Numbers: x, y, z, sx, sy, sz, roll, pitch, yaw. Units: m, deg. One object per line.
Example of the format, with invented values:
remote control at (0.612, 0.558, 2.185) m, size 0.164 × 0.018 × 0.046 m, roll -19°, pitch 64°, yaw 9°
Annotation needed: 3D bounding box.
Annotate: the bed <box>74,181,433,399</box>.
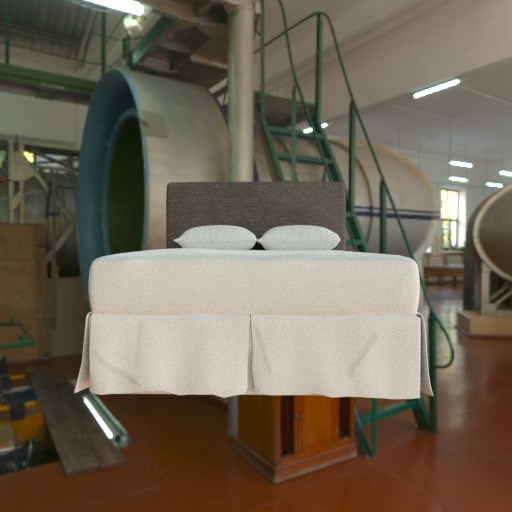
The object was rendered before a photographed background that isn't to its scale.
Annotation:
bed at (0.000, 0.000, 3.117) m, size 1.723 × 1.330 × 2.142 m, roll 0°, pitch 1°, yaw 1°
